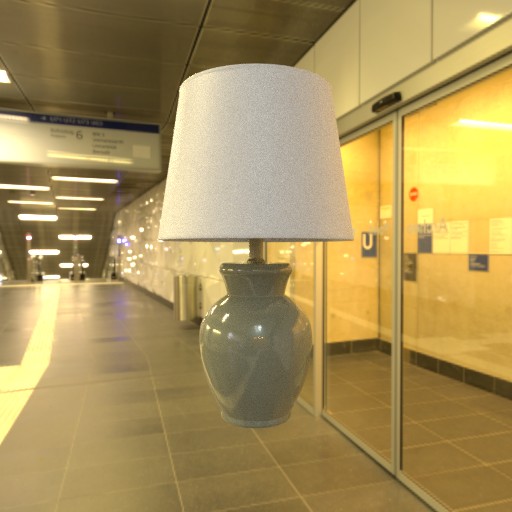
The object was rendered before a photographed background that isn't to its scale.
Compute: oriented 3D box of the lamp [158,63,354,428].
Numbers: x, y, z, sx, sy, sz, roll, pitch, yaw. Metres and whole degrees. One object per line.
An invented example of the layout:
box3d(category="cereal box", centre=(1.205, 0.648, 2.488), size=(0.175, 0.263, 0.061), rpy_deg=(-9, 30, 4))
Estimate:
box3d(category="lamp", centre=(0.000, 0.000, 0.553), size=(0.239, 0.399, 0.239), rpy_deg=(0, 1, 0))
